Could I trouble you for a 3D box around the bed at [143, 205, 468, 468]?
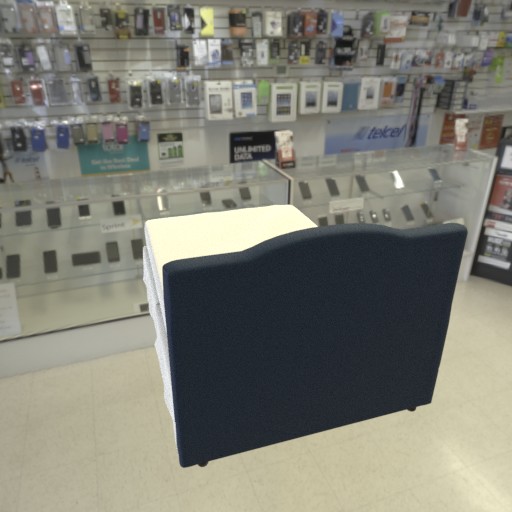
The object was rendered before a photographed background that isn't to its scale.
[{"bbox_3d":[0.000,0.000,3.565,1.741,1.441,2.507,-8,27,-16],"label":"bed"}]
